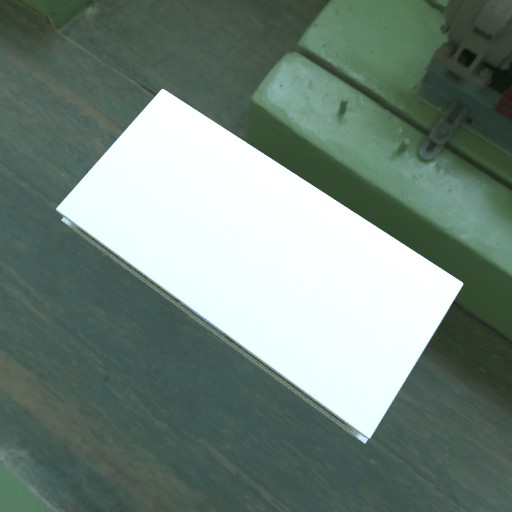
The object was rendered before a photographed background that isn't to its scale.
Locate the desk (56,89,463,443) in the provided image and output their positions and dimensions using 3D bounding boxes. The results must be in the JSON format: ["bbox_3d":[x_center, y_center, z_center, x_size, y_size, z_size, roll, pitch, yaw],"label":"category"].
[{"bbox_3d":[0.000,0.000,2.343,1.900,0.526,0.900,35,78,9],"label":"desk"}]
